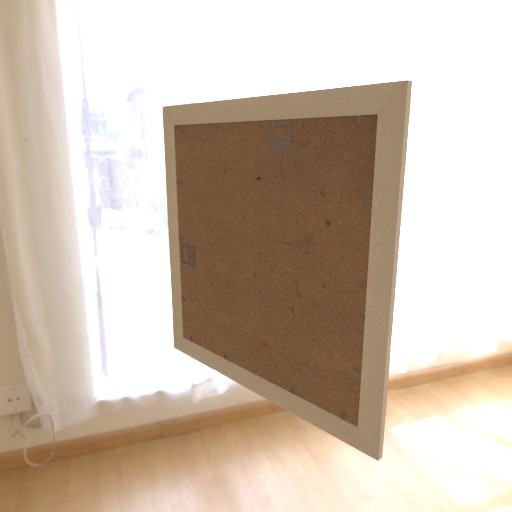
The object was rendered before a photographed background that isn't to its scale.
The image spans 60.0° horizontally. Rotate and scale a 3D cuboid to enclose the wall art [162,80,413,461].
[{"bbox_3d":[0.000,0.000,0.863,0.013,0.584,0.584,-13,19,-43],"label":"wall art"}]
